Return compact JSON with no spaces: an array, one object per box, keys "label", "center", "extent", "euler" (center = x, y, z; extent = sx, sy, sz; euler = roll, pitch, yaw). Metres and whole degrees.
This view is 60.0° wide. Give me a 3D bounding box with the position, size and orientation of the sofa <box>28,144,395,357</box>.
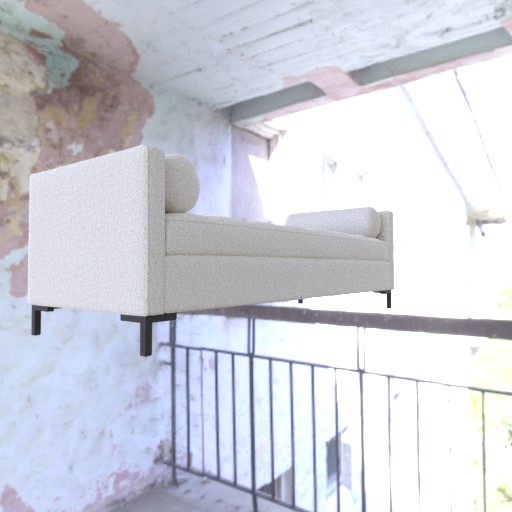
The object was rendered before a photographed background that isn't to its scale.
[{"label":"sofa","center":[0.000,0.000,2.280],"extent":[0.746,0.641,1.985],"euler":[-1,-2,38]}]
